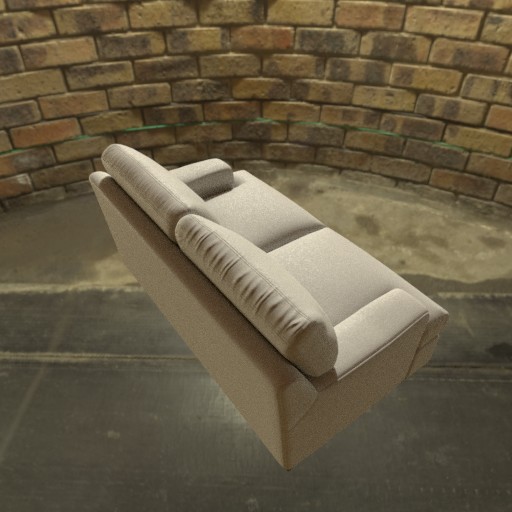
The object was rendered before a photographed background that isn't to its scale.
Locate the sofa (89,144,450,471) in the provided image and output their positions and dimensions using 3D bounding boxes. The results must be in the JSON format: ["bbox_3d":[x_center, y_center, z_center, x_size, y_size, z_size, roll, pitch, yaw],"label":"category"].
[{"bbox_3d":[0.000,0.000,2.503,1.143,0.940,1.880,-26,47,-27],"label":"sofa"}]
